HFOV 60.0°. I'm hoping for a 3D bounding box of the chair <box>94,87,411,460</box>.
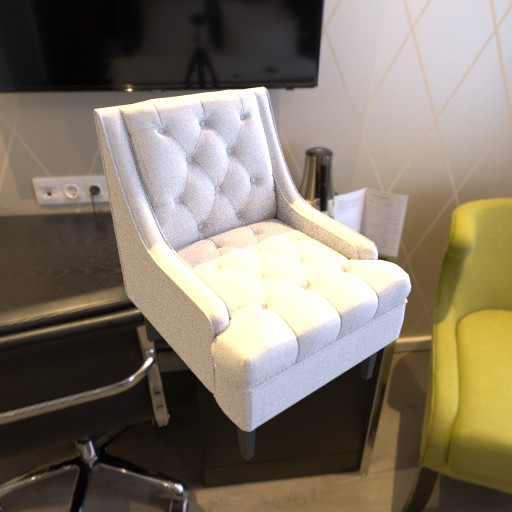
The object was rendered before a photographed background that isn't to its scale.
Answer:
[{"bbox_3d":[0.000,0.000,1.424,0.658,0.891,0.772,-21,36,-31],"label":"chair"}]
